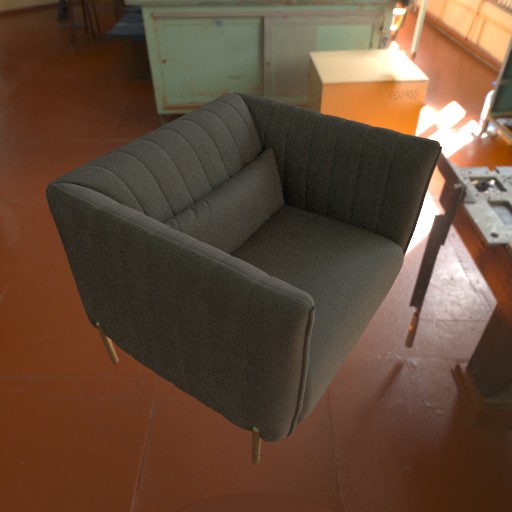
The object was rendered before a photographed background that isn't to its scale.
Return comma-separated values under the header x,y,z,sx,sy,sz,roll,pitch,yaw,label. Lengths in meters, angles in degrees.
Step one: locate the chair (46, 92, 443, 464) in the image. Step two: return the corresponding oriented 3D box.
x,y,z,sx,sy,sz,roll,pitch,yaw,label
0.000,0.000,1.583,0.873,0.779,0.981,24,46,26,chair
